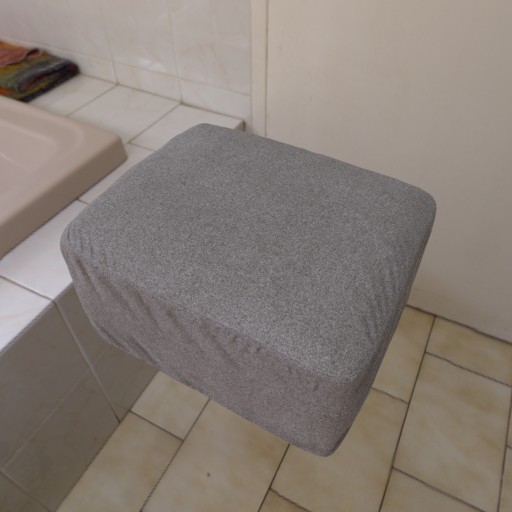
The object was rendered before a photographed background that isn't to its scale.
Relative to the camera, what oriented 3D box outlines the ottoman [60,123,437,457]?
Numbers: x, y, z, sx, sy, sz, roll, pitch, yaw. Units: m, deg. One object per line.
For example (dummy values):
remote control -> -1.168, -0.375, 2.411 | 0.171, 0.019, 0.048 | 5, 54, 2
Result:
ottoman -> 0.000, 0.000, 1.255 | 0.837, 0.481, 0.683 | 22, 50, 20
